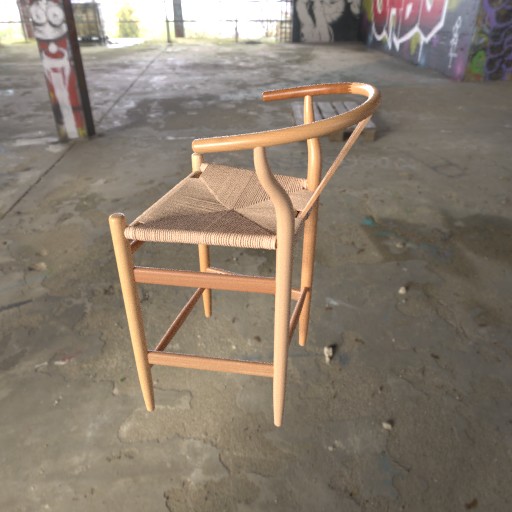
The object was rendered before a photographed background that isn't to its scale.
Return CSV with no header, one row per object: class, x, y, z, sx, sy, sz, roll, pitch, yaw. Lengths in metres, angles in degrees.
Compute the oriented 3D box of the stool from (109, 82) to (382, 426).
stool,0.000,0.000,1.272,0.575,0.923,0.536,9,32,14
